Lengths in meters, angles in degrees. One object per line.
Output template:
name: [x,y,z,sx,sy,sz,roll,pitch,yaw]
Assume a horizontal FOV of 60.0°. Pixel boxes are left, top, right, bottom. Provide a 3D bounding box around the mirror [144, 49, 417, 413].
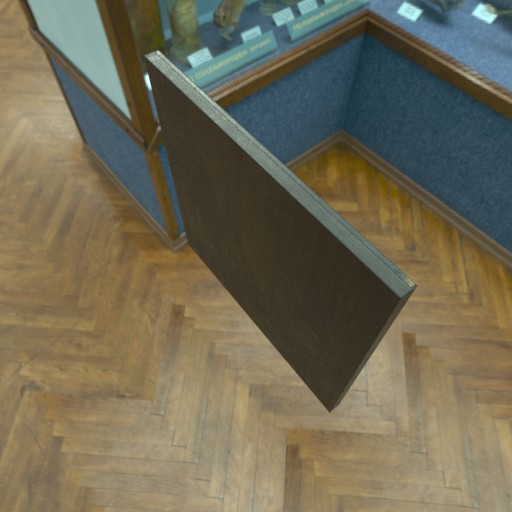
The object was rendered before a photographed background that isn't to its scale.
mirror: [0.000,0.000,0.578,0.020,0.381,0.382,-34,64,-19]
